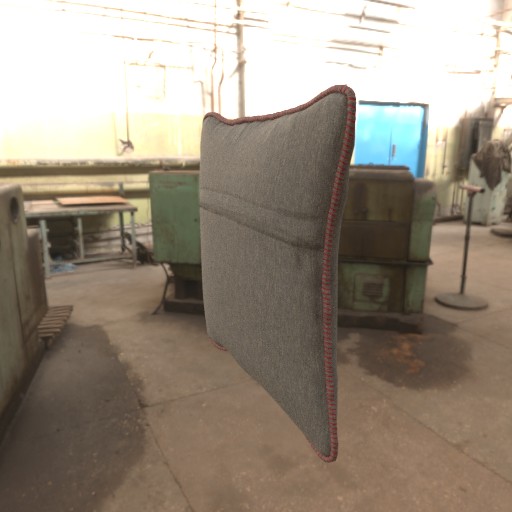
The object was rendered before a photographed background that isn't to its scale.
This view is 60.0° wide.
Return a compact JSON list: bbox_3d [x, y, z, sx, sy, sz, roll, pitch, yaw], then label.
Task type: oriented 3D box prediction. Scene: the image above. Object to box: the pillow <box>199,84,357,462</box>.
[{"bbox_3d":[0.000,0.000,0.743,0.124,0.491,0.482,-7,15,-26],"label":"pillow"}]
